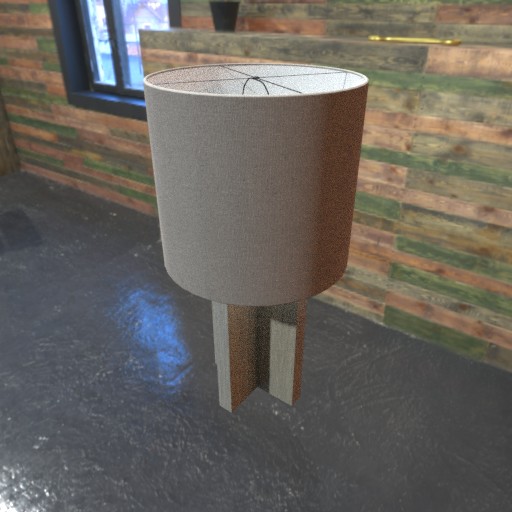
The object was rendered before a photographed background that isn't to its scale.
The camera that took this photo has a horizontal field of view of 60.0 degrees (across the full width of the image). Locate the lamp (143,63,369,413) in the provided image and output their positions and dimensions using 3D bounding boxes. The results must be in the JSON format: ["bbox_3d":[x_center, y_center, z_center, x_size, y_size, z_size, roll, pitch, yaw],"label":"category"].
[{"bbox_3d":[0.000,0.000,0.563,0.229,0.428,0.229,20,35,31],"label":"lamp"}]
